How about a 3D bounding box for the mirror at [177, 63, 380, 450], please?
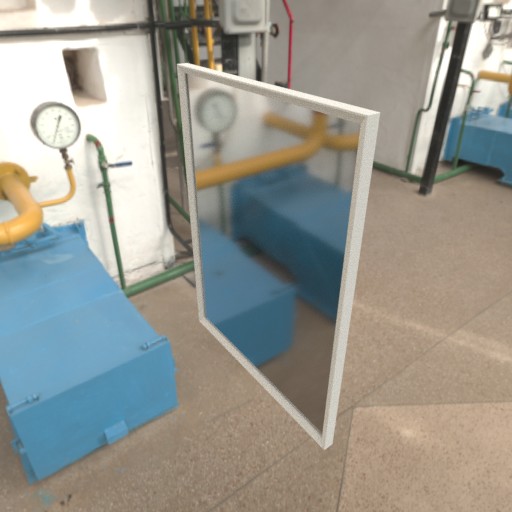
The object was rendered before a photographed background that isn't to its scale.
[{"bbox_3d":[0.000,0.000,1.371,0.041,1.016,0.762,-21,37,-30],"label":"mirror"}]
